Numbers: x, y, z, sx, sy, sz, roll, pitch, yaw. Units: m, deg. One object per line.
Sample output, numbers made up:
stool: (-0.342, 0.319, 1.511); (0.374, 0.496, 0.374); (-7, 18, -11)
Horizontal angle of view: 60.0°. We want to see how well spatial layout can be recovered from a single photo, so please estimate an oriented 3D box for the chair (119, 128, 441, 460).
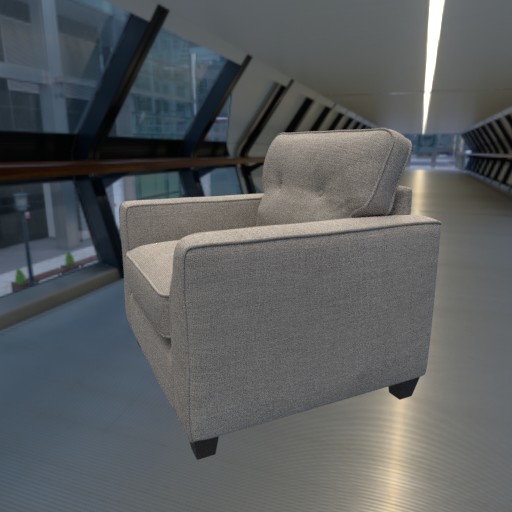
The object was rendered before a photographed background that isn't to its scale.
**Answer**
chair: (0.000, 0.000, 1.759); (0.939, 0.965, 1.015); (-7, 16, -25)
